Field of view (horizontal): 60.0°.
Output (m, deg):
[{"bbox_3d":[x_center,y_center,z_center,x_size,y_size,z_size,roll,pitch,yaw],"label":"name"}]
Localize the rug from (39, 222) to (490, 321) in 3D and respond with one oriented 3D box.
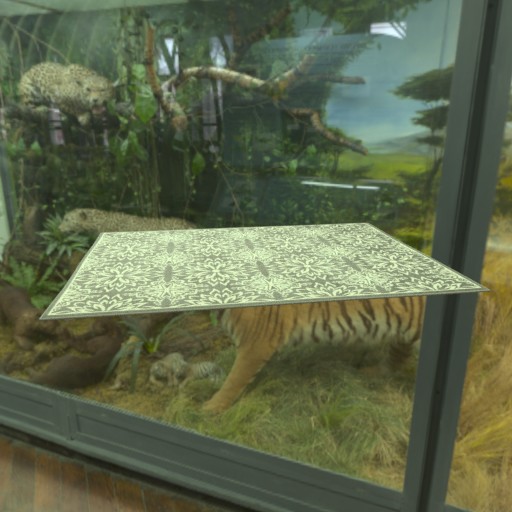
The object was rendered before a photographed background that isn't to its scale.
[{"bbox_3d":[0.000,0.000,2.893,2.213,0.014,1.608,-3,17,-9],"label":"rug"}]
